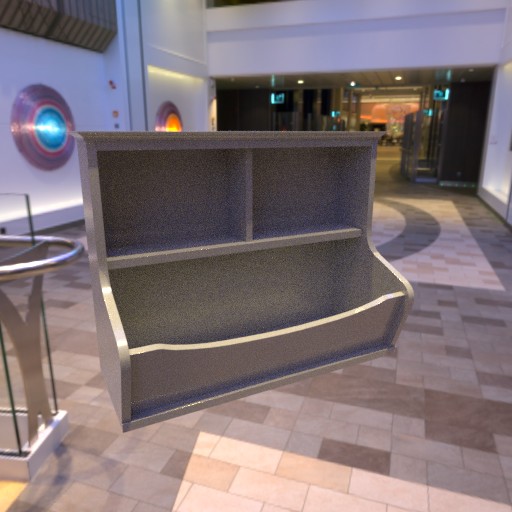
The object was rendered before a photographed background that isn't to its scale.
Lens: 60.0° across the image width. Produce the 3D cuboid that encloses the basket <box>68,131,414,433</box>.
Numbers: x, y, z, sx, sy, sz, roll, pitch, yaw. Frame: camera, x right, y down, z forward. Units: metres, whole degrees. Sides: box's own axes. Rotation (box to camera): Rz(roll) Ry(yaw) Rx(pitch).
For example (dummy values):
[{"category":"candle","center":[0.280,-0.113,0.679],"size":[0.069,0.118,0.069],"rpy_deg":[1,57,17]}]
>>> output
[{"category":"basket","center":[0.000,0.000,1.109],"size":[0.780,0.600,0.350],"rpy_deg":[-8,17,-26]}]
